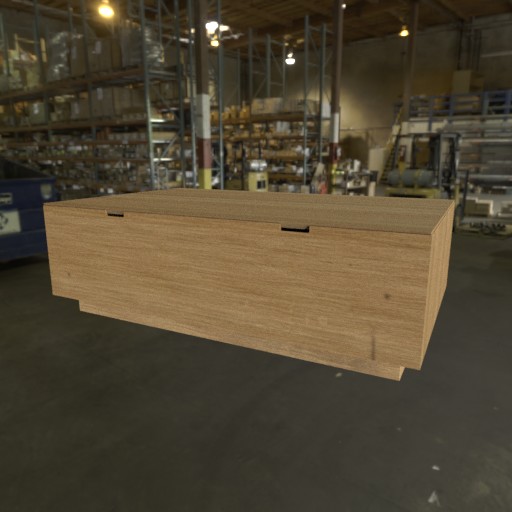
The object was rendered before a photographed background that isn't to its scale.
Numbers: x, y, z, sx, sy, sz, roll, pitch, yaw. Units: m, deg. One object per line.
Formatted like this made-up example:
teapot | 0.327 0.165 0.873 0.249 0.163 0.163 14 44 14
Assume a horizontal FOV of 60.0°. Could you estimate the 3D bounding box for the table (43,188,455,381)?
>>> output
table | 0.000 0.000 1.436 1.110 0.353 0.678 7 15 26
